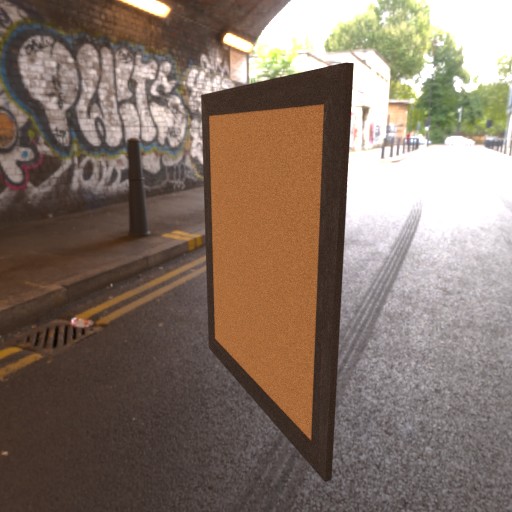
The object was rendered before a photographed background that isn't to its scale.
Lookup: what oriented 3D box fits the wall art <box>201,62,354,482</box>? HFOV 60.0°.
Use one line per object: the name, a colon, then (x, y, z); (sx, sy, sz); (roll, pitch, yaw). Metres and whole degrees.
wall art: (0.000, 0.000, 0.782); (0.013, 0.570, 0.476); (-8, 17, -26)
